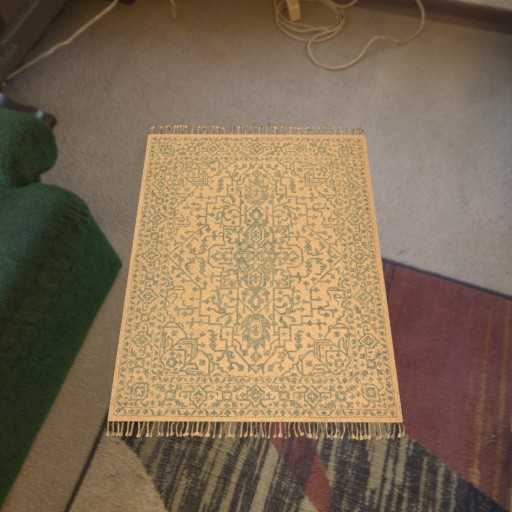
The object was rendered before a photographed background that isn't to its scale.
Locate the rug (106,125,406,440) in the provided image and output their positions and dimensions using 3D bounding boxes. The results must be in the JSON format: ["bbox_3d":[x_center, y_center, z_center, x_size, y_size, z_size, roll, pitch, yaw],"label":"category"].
[{"bbox_3d":[0.000,0.000,4.332,2.464,0.010,3.327,0,64,0],"label":"rug"}]
